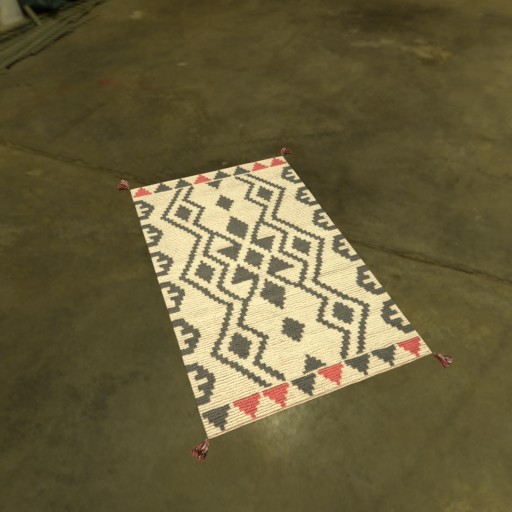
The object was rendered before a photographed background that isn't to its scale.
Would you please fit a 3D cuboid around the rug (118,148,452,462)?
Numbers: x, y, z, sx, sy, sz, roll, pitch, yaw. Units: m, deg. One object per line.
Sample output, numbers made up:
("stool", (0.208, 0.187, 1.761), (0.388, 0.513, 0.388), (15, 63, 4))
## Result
("rug", (0.000, 0.000, 3.454), (1.741, 0.066, 2.672), (-16, 48, -15))
